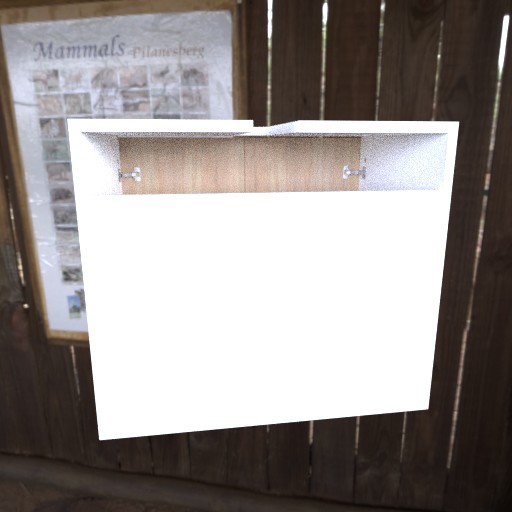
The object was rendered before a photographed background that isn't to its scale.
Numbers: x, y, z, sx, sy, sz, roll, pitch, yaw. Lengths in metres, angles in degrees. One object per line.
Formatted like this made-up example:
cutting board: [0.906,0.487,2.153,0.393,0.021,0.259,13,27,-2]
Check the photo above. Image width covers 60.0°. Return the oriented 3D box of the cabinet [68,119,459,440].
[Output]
cabinet: [0.000,0.000,0.924,0.600,0.522,0.400,-2,14,-8]
